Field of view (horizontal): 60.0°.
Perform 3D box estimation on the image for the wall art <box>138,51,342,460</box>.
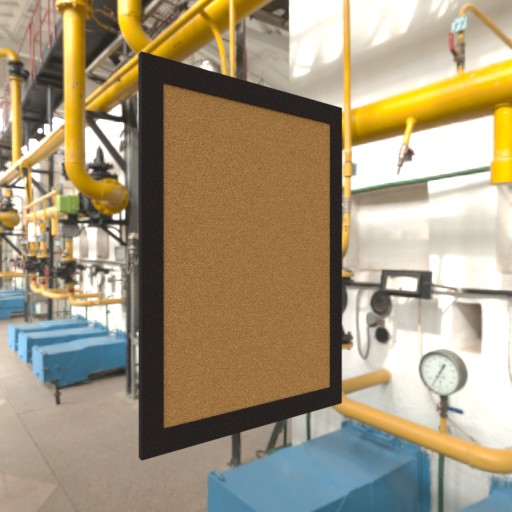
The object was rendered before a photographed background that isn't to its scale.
[{"bbox_3d":[0.000,0.000,0.686,0.374,0.529,0.012,0,0,-36],"label":"wall art"}]
